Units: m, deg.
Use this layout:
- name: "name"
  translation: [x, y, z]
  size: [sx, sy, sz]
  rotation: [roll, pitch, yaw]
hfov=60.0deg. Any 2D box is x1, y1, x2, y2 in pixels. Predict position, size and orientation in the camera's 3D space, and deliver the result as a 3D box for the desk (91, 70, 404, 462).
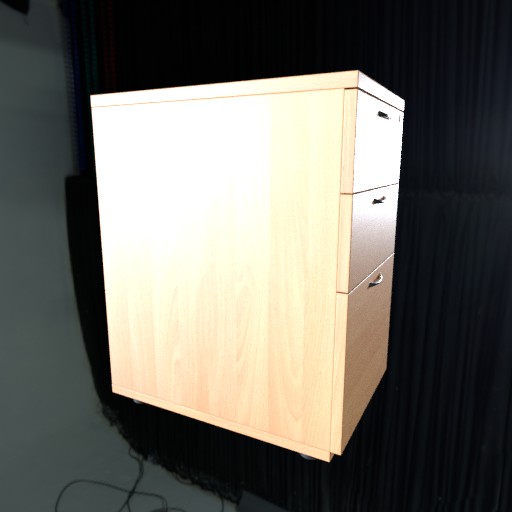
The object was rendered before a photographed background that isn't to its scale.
- name: "desk"
  translation: [0.000, 0.000, 1.076]
  size: [0.600, 0.730, 0.404]
  rotation: [6, 14, 27]
